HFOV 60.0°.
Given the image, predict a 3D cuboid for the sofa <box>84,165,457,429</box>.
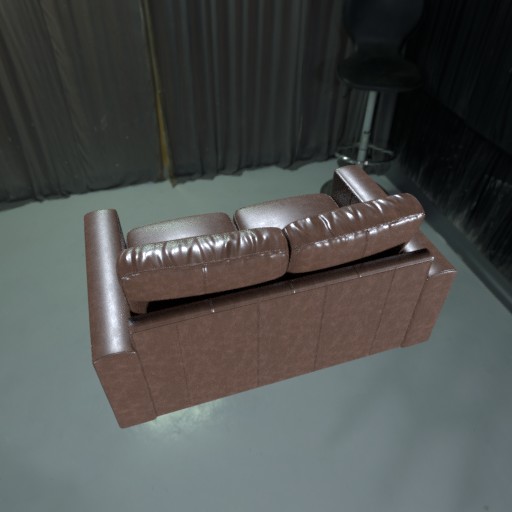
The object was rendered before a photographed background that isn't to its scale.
[{"bbox_3d":[0.000,0.000,2.265,1.616,0.873,1.016,-12,44,-13],"label":"sofa"}]
